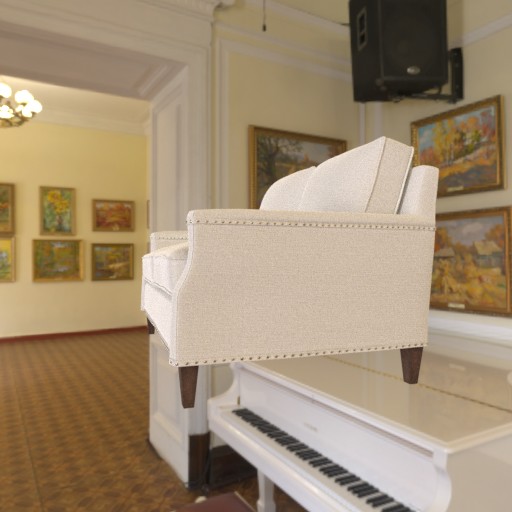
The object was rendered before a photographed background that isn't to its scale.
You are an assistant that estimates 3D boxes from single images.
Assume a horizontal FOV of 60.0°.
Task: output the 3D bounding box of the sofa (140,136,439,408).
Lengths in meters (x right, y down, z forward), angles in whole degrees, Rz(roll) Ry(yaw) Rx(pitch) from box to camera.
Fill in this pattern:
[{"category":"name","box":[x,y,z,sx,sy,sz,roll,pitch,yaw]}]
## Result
[{"category":"sofa","box":[0.000,0.000,2.319,1.084,1.003,1.597,0,0,-18]}]
